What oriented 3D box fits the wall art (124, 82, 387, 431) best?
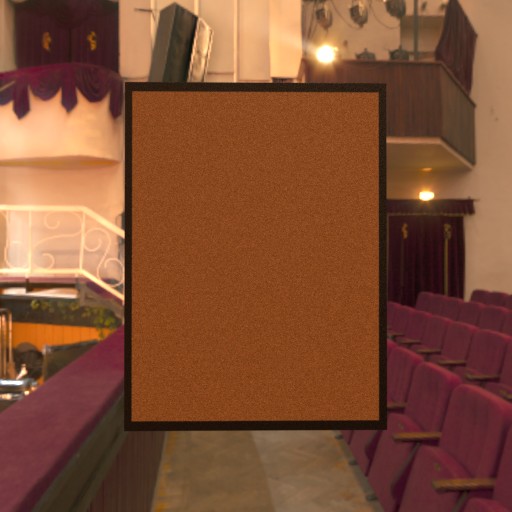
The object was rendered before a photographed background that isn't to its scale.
[{"bbox_3d":[0.000,0.000,1.321,0.774,1.027,0.030,0,0,-1],"label":"wall art"}]
